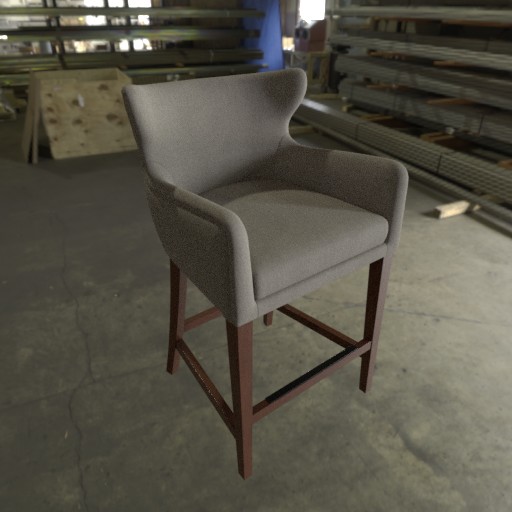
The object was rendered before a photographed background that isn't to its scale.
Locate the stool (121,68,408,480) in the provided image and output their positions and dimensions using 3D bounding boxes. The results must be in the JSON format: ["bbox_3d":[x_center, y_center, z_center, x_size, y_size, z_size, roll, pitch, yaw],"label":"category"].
[{"bbox_3d":[0.000,0.000,1.289,0.575,0.951,0.575,-21,36,-32],"label":"stool"}]
